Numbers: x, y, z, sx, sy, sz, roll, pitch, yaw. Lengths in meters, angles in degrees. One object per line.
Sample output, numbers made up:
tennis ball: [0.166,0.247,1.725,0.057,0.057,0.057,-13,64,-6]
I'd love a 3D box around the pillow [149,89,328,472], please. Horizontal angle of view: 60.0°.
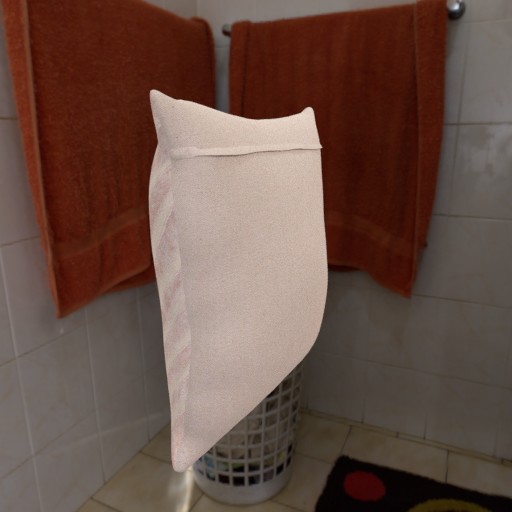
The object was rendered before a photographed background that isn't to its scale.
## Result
pillow: [0.000,0.000,0.657,0.182,0.441,0.440,8,17,26]
